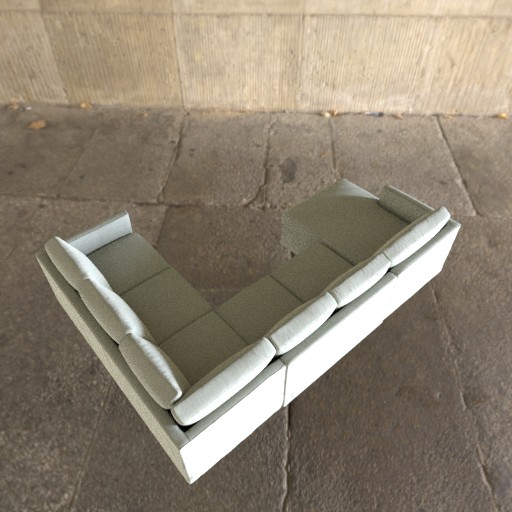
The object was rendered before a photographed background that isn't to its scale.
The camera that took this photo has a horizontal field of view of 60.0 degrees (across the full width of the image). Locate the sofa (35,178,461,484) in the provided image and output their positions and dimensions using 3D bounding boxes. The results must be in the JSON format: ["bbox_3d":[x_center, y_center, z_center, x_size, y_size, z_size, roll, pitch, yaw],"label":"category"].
[{"bbox_3d":[0.000,0.000,4.494,3.434,0.869,2.440,-32,53,-27],"label":"sofa"}]
